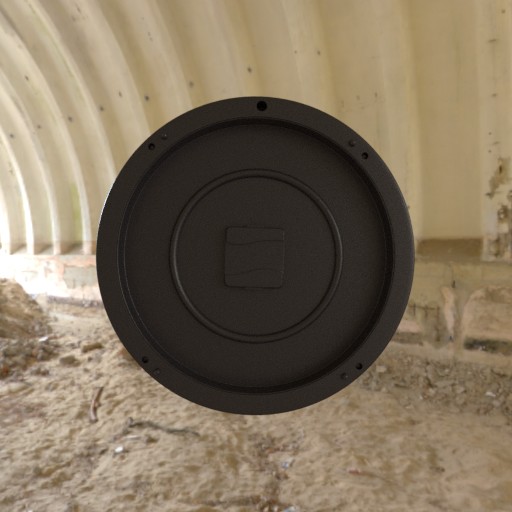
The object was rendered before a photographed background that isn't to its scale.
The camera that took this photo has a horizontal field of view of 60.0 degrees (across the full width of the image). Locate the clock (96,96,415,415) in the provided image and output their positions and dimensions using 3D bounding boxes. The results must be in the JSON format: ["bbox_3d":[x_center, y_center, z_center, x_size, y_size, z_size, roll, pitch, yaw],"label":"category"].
[{"bbox_3d":[0.000,0.000,0.441,0.300,0.300,0.060,0,0,-1],"label":"clock"}]
